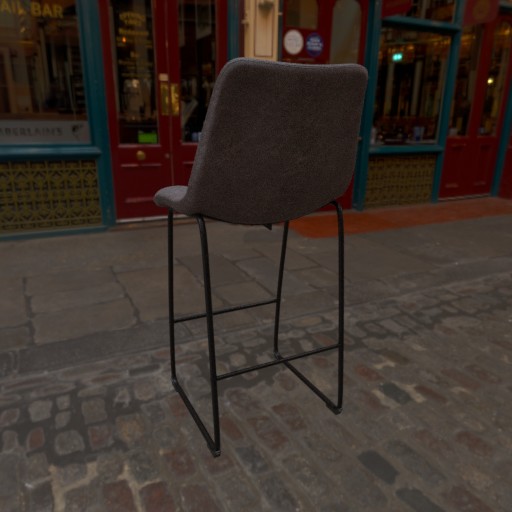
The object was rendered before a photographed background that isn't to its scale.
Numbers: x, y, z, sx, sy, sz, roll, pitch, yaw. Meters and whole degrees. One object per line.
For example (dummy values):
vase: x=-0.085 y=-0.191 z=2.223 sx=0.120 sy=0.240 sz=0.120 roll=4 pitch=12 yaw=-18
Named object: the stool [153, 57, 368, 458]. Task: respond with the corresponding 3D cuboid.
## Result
stool: x=0.000 y=0.000 z=1.397 sx=0.514 sy=1.082 sz=0.561 roll=-9 pitch=19 yaw=-26
